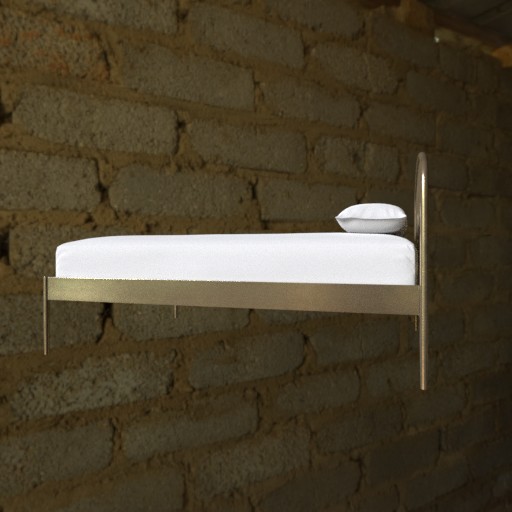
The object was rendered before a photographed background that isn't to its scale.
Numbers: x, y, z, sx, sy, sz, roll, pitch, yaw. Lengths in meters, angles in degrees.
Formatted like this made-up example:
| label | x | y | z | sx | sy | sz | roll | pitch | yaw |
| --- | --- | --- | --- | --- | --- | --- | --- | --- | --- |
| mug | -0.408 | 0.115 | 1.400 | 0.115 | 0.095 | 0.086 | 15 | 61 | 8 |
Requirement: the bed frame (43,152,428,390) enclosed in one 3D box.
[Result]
| label | x | y | z | sx | sy | sz | roll | pitch | yaw |
| --- | --- | --- | --- | --- | --- | --- | --- | --- | --- |
| bed frame | 0.000 | 0.000 | 3.062 | 2.152 | 1.175 | 1.612 | 0 | 0 | 19 |
